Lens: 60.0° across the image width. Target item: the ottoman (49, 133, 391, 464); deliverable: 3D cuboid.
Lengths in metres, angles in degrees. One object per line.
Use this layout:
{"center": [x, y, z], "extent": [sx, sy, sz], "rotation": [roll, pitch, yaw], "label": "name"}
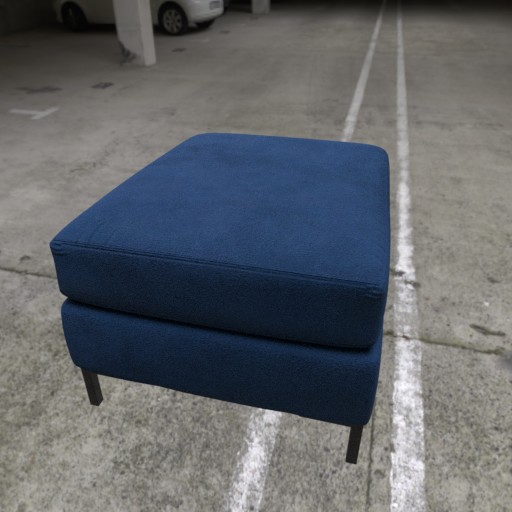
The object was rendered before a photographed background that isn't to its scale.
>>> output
{"center": [0.000, 0.000, 1.163], "extent": [0.655, 0.485, 0.794], "rotation": [8, 31, 13], "label": "ottoman"}
